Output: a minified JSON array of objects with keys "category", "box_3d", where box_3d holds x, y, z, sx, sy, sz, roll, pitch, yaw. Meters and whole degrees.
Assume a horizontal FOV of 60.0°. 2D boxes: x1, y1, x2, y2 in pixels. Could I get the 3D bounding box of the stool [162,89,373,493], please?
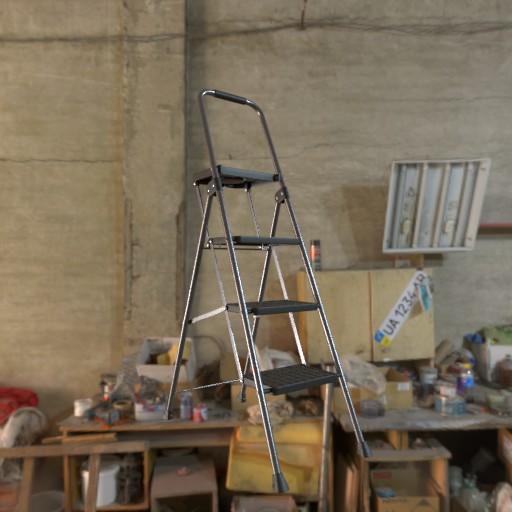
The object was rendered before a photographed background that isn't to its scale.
[{"category":"stool","box_3d":[0.000,0.000,1.595,0.396,1.277,0.733,1,-1,-37]}]
